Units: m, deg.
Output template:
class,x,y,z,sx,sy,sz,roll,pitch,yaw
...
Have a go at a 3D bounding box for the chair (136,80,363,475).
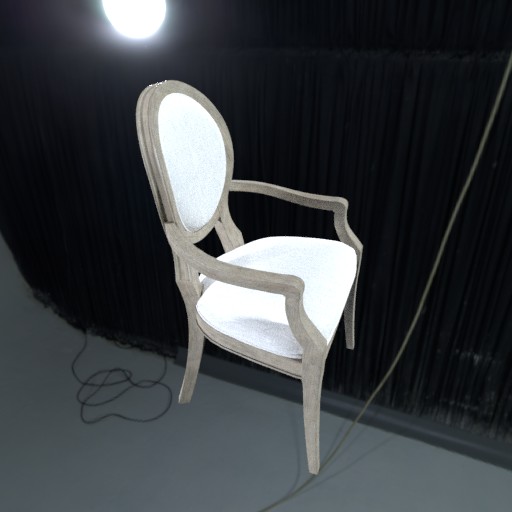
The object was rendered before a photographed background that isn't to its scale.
class,x,y,z,sx,sy,sz,roll,pitch,yaw
chair,0.000,0.000,1.368,0.602,0.991,0.611,10,30,18
